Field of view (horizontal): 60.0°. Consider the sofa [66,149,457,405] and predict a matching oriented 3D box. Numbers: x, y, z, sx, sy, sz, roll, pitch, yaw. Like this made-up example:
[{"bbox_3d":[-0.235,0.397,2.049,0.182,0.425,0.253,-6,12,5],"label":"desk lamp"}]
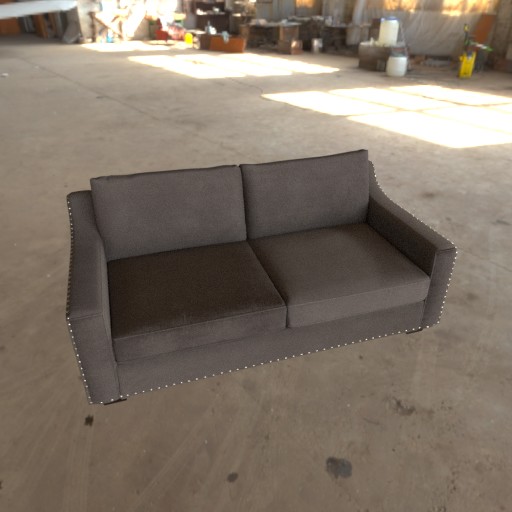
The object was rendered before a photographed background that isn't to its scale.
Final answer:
[{"bbox_3d":[0.000,0.000,3.304,2.550,1.196,1.336,-9,32,-15],"label":"sofa"}]
